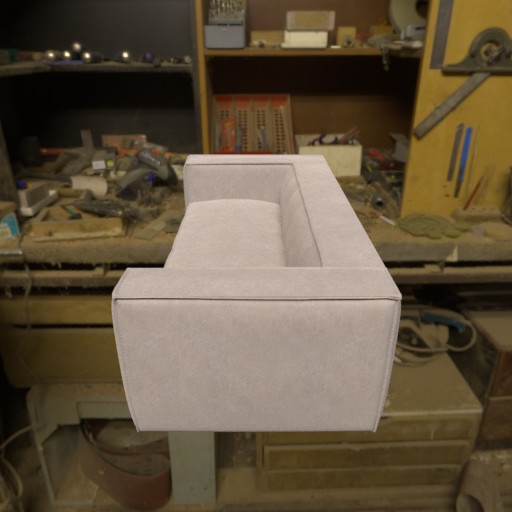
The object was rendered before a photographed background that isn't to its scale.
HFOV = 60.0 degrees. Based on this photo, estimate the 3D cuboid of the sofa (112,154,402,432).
[{"bbox_3d":[0.000,0.000,2.487,1.038,0.680,1.995,0,26,0],"label":"sofa"}]
